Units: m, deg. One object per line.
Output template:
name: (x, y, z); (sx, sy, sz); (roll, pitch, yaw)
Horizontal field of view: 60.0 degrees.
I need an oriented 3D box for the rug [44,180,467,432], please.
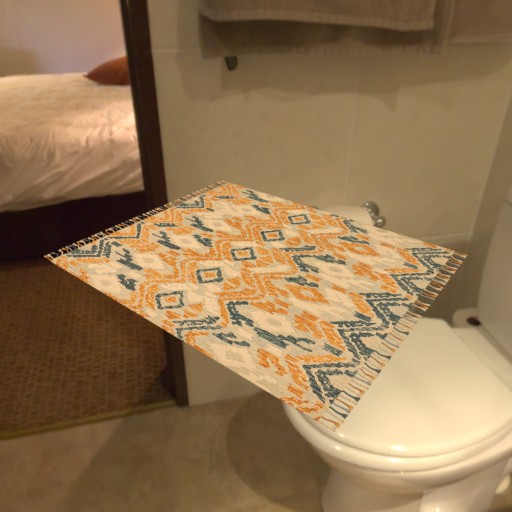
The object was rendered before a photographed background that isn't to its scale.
rug: (0.000, 0.000, 4.067); (3.048, 0.010, 2.439); (22, 37, 32)
